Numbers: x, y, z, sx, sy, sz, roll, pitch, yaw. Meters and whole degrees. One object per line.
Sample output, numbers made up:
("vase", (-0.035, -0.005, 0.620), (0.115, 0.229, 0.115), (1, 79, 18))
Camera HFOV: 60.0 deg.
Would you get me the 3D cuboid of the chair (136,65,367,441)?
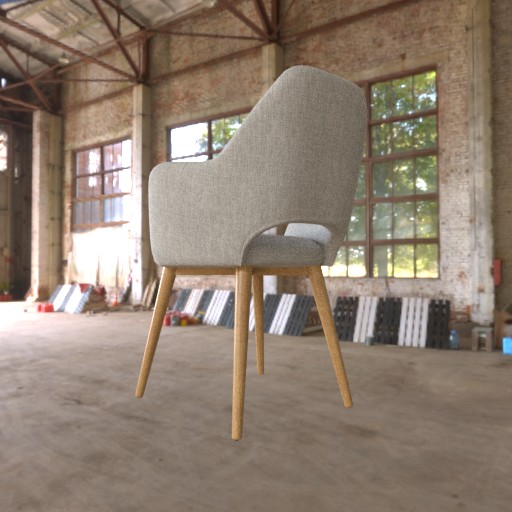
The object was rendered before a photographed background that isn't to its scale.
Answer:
("chair", (0.000, 0.000, 1.251), (0.590, 0.840, 0.610), (1, -2, -37))
